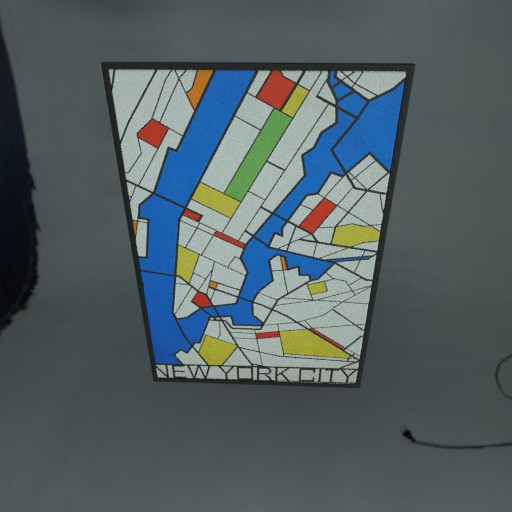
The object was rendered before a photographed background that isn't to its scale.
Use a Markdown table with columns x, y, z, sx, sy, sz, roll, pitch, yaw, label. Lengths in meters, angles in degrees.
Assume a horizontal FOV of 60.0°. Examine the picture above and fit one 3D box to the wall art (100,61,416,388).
| x | y | z | sx | sy | sz | roll | pitch | yaw | label |
| --- | --- | --- | --- | --- | --- | --- | --- | --- | --- |
| 0.000 | 0.000 | 0.816 | 0.457 | 0.657 | 0.013 | 1 | 31 | 2 | wall art |
